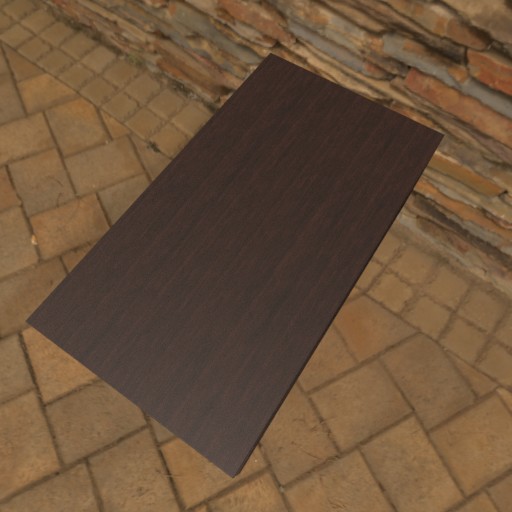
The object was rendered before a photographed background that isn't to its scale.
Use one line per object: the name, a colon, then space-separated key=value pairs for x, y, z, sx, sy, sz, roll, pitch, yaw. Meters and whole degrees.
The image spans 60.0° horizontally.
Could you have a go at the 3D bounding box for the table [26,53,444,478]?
table: x=0.000 y=0.000 z=1.353 sx=0.590 sy=0.460 sz=1.050 roll=31 pitch=69 yaw=13
